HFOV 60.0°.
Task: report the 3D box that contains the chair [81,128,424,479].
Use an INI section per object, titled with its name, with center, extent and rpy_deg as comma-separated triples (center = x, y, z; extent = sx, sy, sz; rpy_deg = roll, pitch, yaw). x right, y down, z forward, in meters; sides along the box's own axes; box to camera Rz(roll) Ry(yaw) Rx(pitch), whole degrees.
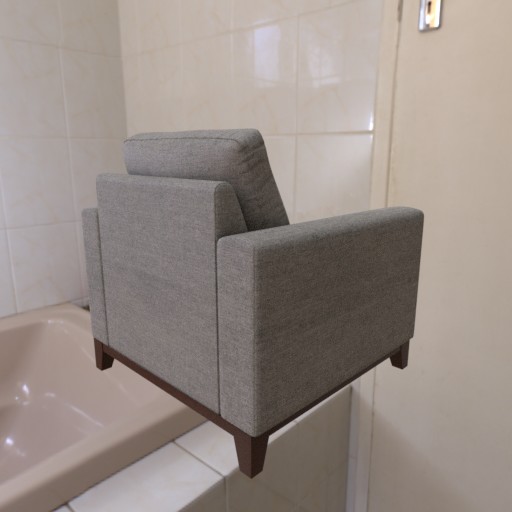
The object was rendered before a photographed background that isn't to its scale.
[chair]
center = 0.000, 0.000, 1.880
extent = 1.024, 1.010, 1.038
rpy_deg = 13, 19, 43
